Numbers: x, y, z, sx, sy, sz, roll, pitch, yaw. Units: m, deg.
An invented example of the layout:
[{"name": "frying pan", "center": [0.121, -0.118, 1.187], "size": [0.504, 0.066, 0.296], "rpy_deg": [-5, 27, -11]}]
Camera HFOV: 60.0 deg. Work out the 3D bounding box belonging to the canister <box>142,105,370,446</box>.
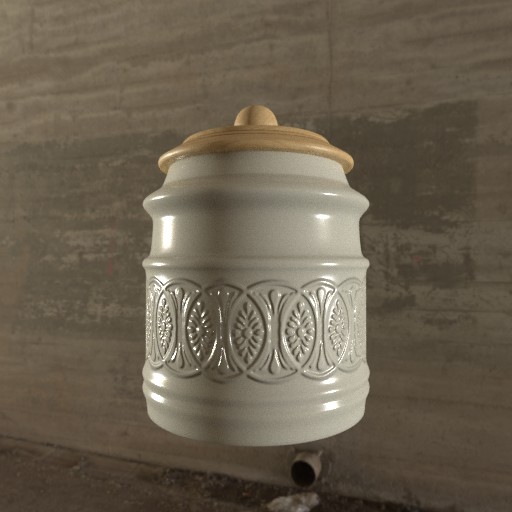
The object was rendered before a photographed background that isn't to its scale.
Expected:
[{"name": "canister", "center": [0.000, 0.000, 0.262], "size": [0.130, 0.176, 0.130], "rpy_deg": [0, -1, 0]}]
